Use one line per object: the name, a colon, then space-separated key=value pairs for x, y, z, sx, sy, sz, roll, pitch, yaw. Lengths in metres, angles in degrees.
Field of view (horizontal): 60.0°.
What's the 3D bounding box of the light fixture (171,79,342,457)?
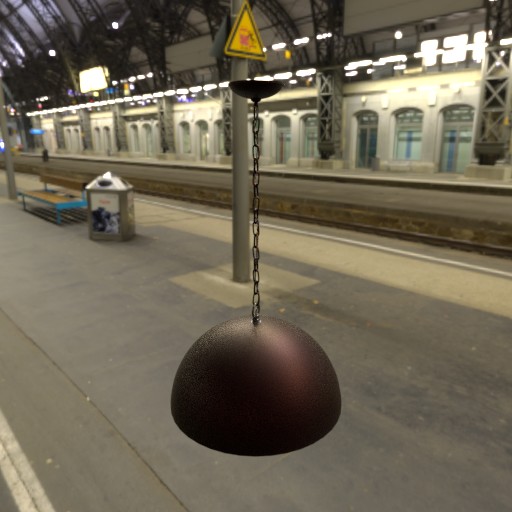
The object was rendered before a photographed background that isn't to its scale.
light fixture: x=0.000 y=0.000 z=1.191 sx=0.492 sy=0.869 sz=0.492 roll=7 pitch=16 yaw=26
